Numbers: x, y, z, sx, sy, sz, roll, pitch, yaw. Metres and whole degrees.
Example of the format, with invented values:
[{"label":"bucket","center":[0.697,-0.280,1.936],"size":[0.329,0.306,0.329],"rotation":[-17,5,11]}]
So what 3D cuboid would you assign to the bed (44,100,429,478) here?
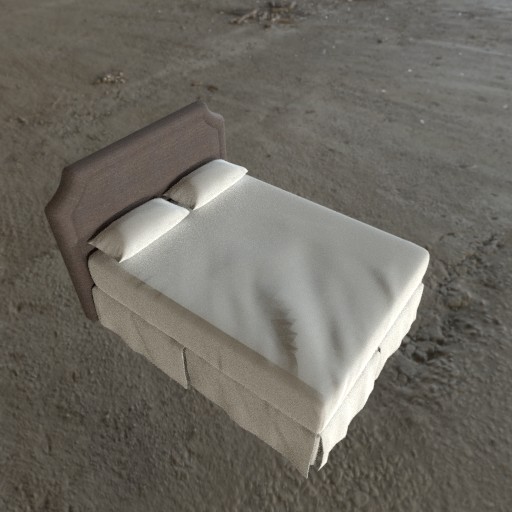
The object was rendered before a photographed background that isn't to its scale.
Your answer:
[{"label":"bed","center":[0.000,0.000,3.118],"size":[2.116,1.290,1.693],"rotation":[27,49,26]}]
